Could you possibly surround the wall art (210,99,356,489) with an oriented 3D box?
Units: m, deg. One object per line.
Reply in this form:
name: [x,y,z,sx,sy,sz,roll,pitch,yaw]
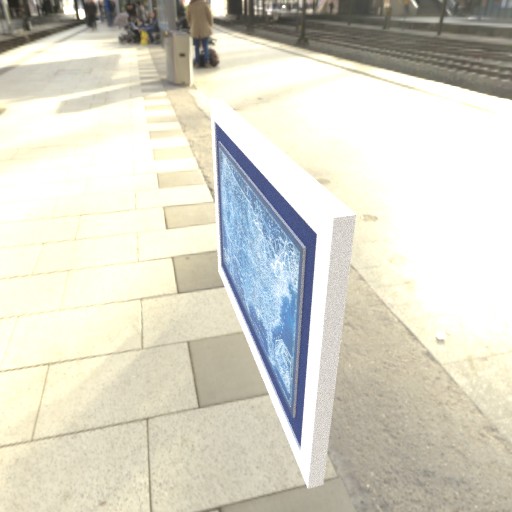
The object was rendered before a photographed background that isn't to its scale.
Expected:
wall art: [0.000,0.000,1.672,0.051,0.902,1.308,-8,31,-14]
